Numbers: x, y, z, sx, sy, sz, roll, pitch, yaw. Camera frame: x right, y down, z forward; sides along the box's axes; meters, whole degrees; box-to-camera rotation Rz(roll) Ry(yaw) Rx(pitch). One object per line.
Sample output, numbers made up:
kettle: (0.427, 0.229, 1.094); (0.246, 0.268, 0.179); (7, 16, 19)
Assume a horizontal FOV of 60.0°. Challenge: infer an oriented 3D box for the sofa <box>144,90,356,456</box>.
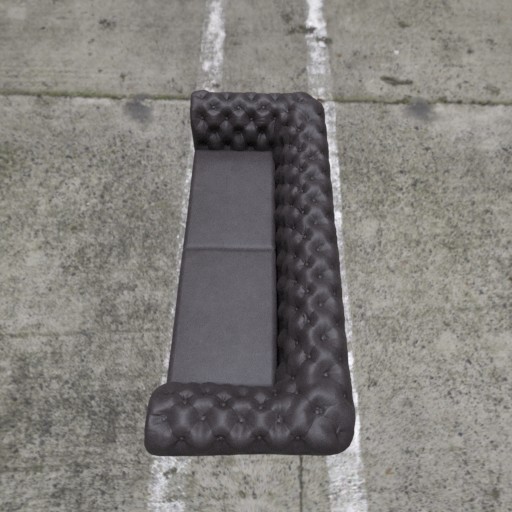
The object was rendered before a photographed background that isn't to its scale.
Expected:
sofa: (0.000, 0.000, 2.782); (0.944, 0.783, 2.385); (1, 58, 0)
